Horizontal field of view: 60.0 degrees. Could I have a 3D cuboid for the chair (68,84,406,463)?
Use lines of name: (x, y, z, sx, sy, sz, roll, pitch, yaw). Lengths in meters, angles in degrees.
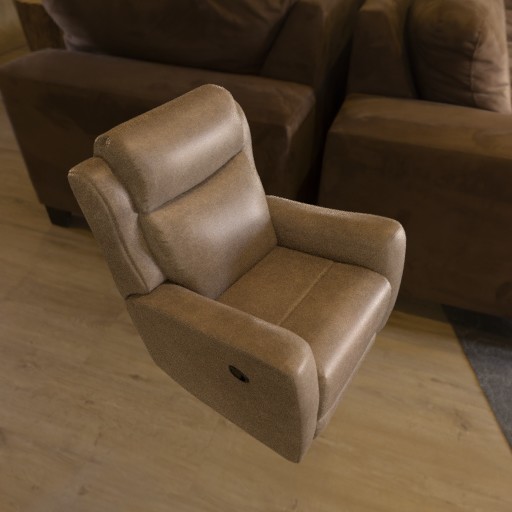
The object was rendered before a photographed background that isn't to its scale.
chair: (0.000, 0.000, 1.894, 1.068, 1.116, 0.965, 25, 47, 26)
